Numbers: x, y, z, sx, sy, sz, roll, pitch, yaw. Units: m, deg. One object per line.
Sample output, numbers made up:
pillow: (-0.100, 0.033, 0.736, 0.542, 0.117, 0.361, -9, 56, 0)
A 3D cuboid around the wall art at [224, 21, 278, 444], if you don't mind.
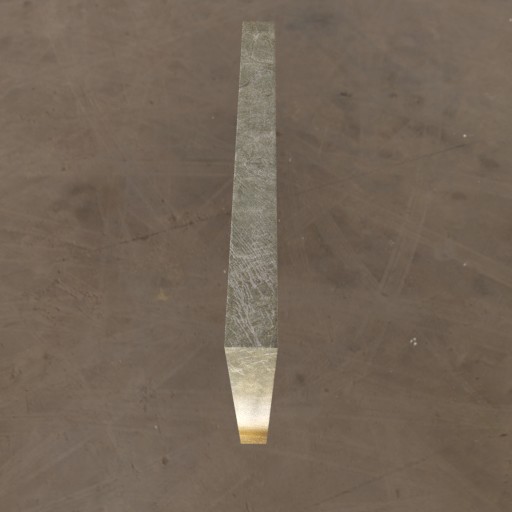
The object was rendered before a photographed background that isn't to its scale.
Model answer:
wall art: (0.000, 0.000, 0.594, 0.038, 0.407, 0.405, 1, 58, 1)
